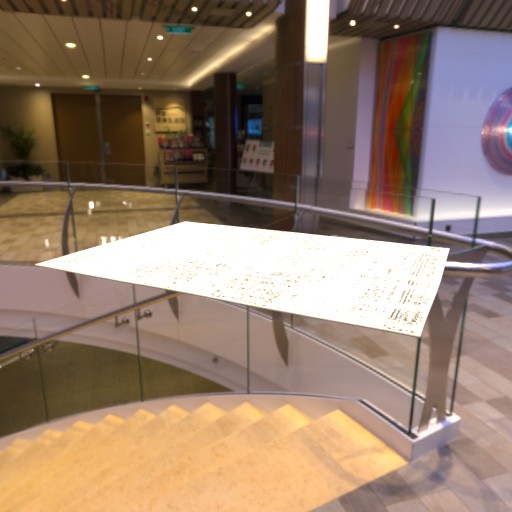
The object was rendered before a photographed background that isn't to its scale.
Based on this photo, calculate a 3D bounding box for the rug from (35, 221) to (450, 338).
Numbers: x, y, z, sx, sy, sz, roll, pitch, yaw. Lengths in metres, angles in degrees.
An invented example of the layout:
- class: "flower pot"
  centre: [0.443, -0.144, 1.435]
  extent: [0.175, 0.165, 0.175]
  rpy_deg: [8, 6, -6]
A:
- class: "rug"
  centre: [0.000, 0.000, 3.141]
  extent: [2.438, 0.026, 1.706]
  rpy_deg: [8, 17, 26]
